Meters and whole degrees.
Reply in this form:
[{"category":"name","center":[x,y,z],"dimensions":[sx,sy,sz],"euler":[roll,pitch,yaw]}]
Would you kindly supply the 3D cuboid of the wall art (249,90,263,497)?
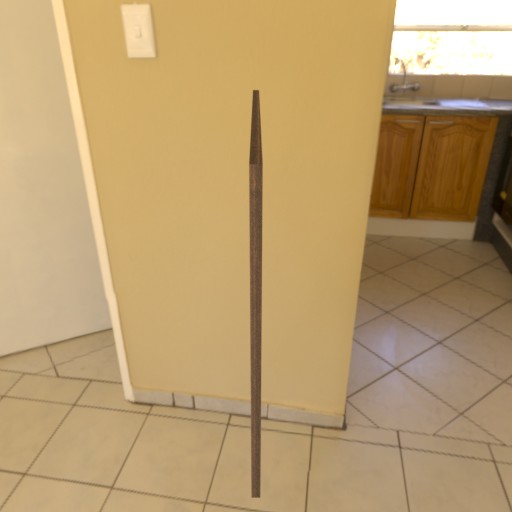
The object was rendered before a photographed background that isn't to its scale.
[{"category":"wall art","center":[0.000,0.000,1.407],"dimensions":[0.023,0.875,1.033],"euler":[0,27,0]}]
